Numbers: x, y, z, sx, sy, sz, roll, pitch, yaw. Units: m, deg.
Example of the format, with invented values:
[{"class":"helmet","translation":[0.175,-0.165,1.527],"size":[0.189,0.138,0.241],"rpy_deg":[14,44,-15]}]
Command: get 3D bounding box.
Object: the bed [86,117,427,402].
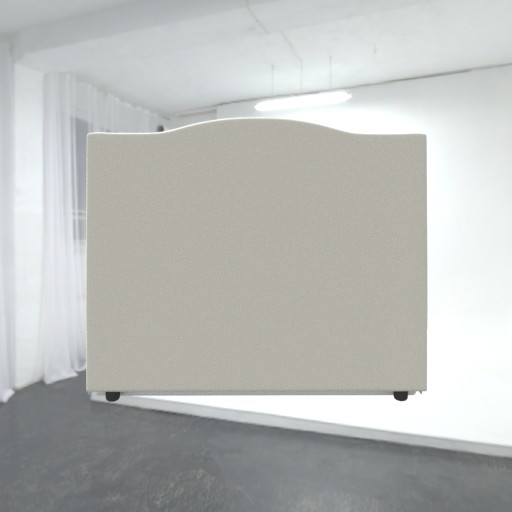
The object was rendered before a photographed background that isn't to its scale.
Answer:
[{"class":"bed","translation":[0.000,0.000,3.341],"size":[1.821,1.436,2.282],"rpy_deg":[0,1,0]}]
